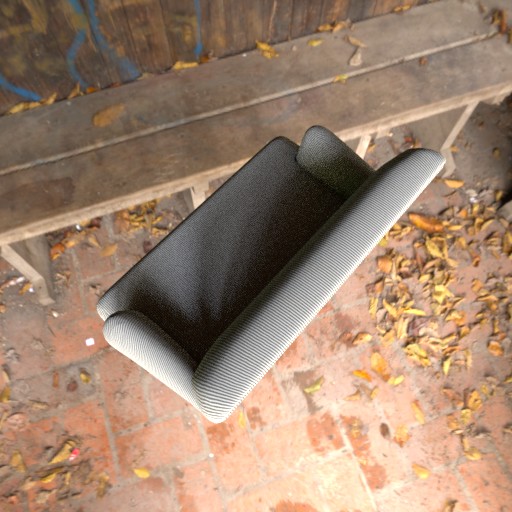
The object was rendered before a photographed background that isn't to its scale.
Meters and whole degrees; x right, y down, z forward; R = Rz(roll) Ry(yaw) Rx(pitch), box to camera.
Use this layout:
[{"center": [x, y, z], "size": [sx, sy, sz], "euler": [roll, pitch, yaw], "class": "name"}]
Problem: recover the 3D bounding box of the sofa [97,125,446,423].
[{"center": [0.000, 0.000, 1.861], "size": [0.779, 0.889, 1.297], "euler": [39, 71, 16], "class": "sofa"}]
